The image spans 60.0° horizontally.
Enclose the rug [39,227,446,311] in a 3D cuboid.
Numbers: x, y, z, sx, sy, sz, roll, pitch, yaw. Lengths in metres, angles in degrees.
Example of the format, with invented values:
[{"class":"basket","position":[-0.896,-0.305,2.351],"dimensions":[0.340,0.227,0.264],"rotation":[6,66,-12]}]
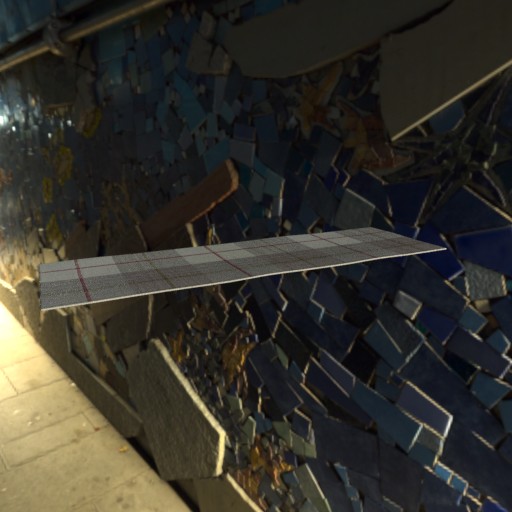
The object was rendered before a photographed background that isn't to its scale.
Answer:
[{"class":"rug","position":[0.000,0.000,2.758],"dimensions":[2.439,0.013,0.762],"rotation":[-7,17,-25]}]
